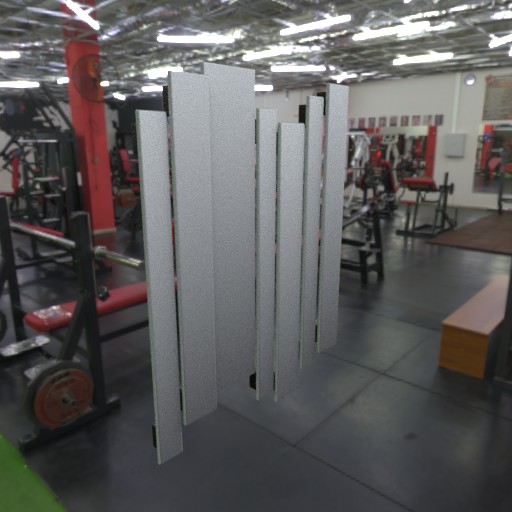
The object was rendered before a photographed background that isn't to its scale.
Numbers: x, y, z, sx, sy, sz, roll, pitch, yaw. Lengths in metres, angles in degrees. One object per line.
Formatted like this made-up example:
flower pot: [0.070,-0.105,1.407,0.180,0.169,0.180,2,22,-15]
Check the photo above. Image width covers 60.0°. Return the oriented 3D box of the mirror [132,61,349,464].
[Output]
mirror: [0.000,0.000,0.781,0.058,0.611,0.445,14,20,43]
